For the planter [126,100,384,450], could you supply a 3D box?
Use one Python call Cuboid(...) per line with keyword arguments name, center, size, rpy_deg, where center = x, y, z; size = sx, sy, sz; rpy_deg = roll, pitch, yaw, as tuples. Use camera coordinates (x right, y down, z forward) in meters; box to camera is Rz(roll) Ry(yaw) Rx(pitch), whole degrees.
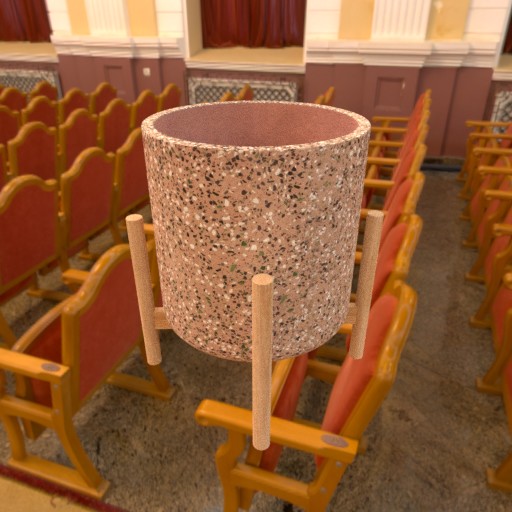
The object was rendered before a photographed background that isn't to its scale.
Cuboid(name="planter", center=(0.000, 0.000, 0.699), size=(0.360, 0.419, 0.360), rpy_deg=(10, 30, 18))
